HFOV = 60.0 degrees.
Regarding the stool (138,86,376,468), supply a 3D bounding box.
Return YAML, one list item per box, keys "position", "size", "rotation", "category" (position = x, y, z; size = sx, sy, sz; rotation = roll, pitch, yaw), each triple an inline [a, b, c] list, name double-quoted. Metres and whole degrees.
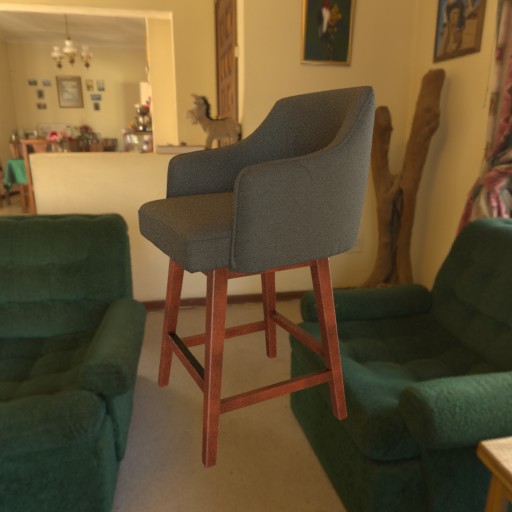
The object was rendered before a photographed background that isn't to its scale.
- position: [0.000, 0.000, 1.259]
  size: [0.558, 0.912, 0.548]
  rotation: [-8, 17, -27]
  category: "stool"
